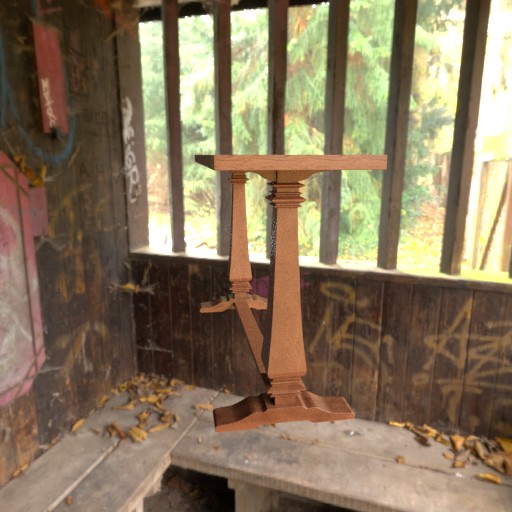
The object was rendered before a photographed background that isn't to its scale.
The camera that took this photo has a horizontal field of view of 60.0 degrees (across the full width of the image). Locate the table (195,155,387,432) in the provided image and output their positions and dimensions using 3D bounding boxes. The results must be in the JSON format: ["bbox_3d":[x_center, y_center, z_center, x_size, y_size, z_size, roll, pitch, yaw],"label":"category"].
[{"bbox_3d":[0.000,0.000,1.913,0.461,0.852,1.478,-2,13,-9],"label":"table"}]
